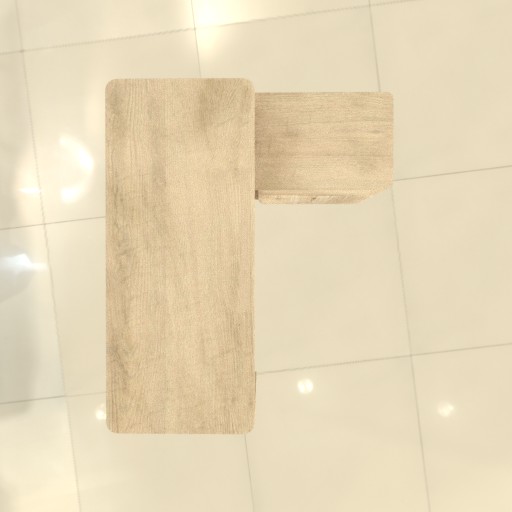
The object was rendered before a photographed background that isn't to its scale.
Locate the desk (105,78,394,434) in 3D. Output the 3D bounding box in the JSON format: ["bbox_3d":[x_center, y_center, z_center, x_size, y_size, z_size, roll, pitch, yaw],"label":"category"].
[{"bbox_3d":[0.000,0.000,2.123,1.175,0.770,1.400,0,91,1],"label":"desk"}]
